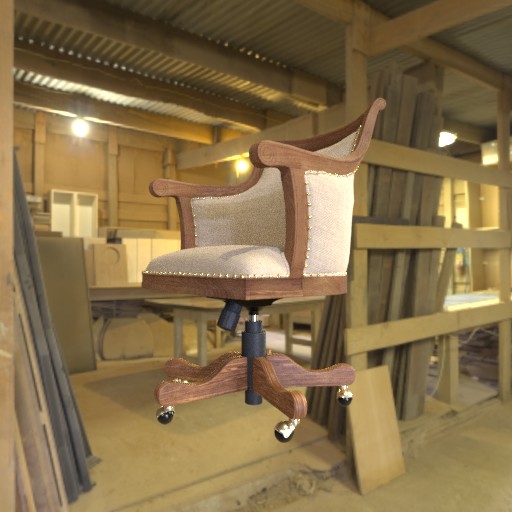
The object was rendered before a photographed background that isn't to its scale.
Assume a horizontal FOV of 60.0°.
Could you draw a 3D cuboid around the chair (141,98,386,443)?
[{"bbox_3d":[0.000,0.000,1.436,0.689,0.965,0.656,1,-1,-36],"label":"chair"}]
